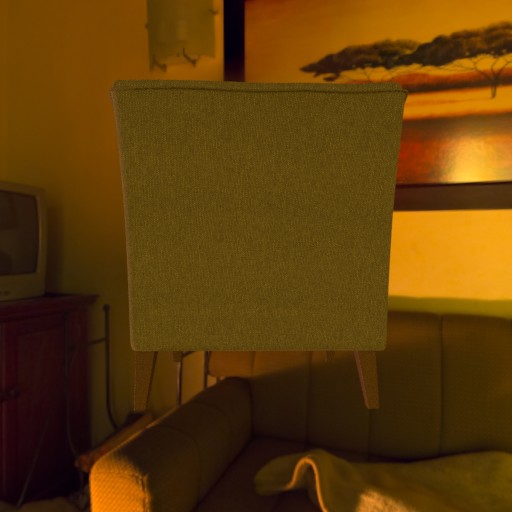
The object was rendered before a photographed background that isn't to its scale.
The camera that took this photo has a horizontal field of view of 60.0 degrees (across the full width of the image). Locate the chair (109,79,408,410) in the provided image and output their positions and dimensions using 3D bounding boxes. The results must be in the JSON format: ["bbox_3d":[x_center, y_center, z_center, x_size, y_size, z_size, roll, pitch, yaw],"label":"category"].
[{"bbox_3d":[0.000,0.000,1.570,0.780,0.919,0.899,0,0,-1],"label":"chair"}]
